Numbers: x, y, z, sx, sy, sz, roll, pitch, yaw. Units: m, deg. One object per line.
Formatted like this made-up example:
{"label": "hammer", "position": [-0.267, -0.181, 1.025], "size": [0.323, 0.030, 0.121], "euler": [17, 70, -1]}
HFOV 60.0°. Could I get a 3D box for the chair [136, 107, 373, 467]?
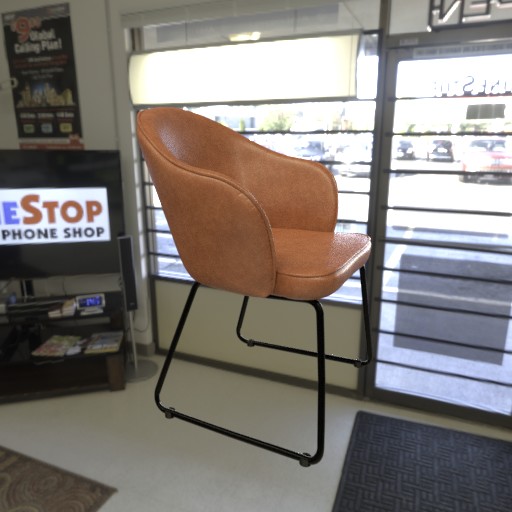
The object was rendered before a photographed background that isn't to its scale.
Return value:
{"label": "chair", "position": [0.000, 0.000, 1.208], "size": [0.580, 0.785, 0.582], "euler": [7, 17, 25]}
